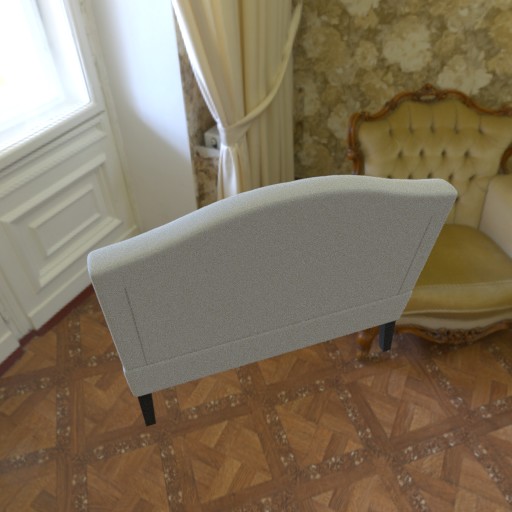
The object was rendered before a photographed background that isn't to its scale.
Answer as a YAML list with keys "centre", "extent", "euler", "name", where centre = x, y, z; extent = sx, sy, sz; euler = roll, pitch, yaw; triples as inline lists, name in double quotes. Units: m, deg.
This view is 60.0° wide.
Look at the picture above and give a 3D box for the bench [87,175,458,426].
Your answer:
- centre: [0.000, 0.000, 2.038]
  extent: [1.335, 1.180, 0.815]
  euler: [-13, 43, -15]
  name: "bench"
